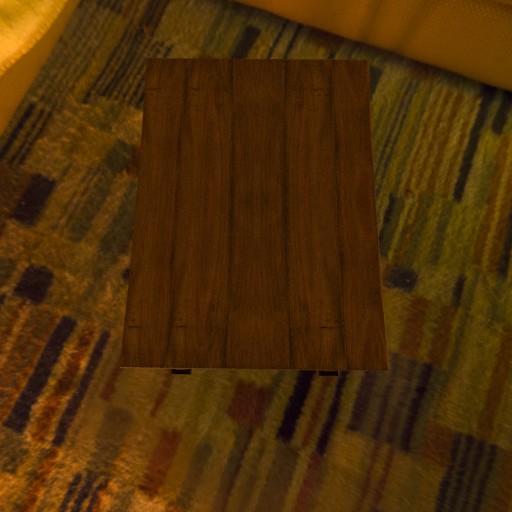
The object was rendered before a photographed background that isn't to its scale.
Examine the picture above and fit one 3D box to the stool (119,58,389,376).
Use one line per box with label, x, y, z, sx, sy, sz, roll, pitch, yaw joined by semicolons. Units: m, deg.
stool;0.000;0.000;0.931;0.405;0.625;0.486;1;75;0
